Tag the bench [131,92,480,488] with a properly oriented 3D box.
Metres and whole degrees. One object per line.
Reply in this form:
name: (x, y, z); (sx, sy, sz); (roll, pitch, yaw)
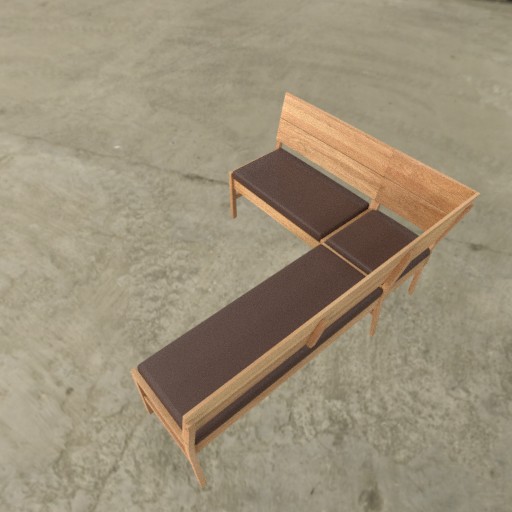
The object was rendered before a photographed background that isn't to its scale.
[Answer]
bench: (0.000, 0.000, 2.713); (1.975, 0.890, 1.549); (-33, 55, -27)
